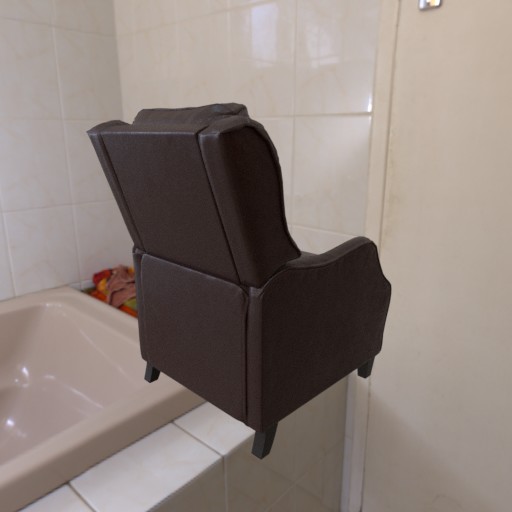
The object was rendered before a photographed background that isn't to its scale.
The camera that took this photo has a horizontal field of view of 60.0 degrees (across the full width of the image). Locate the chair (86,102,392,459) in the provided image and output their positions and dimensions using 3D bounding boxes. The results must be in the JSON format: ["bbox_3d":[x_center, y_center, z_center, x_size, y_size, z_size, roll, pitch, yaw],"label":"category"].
[{"bbox_3d":[0.000,0.000,1.792,0.770,1.132,0.982,15,21,42],"label":"chair"}]
